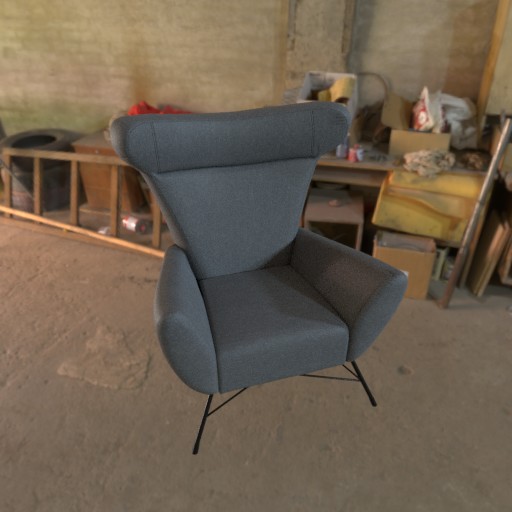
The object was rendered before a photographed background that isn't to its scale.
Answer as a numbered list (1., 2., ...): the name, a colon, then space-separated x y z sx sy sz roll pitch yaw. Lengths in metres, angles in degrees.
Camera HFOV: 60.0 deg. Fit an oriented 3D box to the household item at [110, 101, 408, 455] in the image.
1. household item: 0.000 0.000 1.804 0.980 1.050 0.900 -9 33 -14
